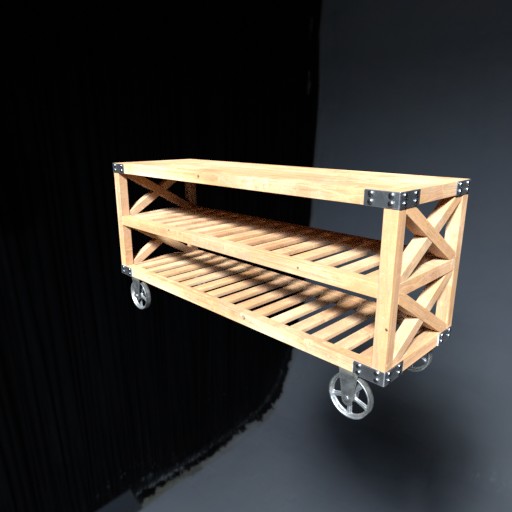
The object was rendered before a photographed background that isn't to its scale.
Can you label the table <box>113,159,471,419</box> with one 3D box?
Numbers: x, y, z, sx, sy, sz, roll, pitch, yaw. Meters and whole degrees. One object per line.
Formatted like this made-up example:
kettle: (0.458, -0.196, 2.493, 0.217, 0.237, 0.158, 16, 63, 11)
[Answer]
table: (0.000, 0.000, 1.847, 0.467, 0.711, 1.487, -15, 22, -43)
